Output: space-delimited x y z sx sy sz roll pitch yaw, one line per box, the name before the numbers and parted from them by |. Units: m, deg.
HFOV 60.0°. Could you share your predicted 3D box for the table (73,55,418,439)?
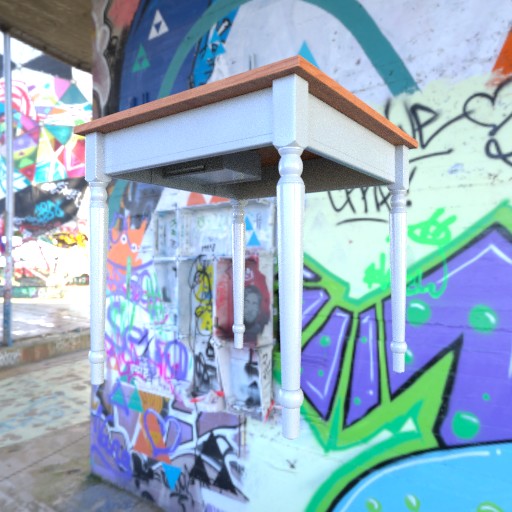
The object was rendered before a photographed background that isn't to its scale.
table | 0.000 0.000 1.342 0.747 0.738 0.747 -1 -1 36
